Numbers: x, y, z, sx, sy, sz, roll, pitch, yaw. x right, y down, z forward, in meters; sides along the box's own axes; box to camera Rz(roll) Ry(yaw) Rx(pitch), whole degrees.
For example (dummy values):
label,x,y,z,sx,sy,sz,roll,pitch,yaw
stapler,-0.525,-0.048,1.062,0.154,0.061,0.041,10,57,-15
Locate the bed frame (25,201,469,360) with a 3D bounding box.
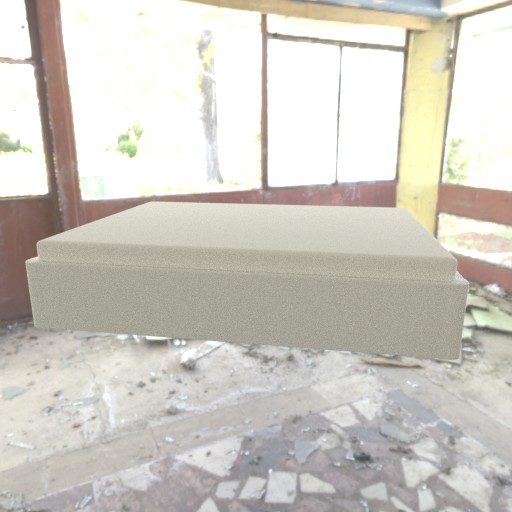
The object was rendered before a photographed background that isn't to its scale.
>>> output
label,x,y,z,sx,sy,sz,roll,pitch,yaw
bed frame,0.000,0.000,2.528,1.900,0.406,1.400,3,15,9
